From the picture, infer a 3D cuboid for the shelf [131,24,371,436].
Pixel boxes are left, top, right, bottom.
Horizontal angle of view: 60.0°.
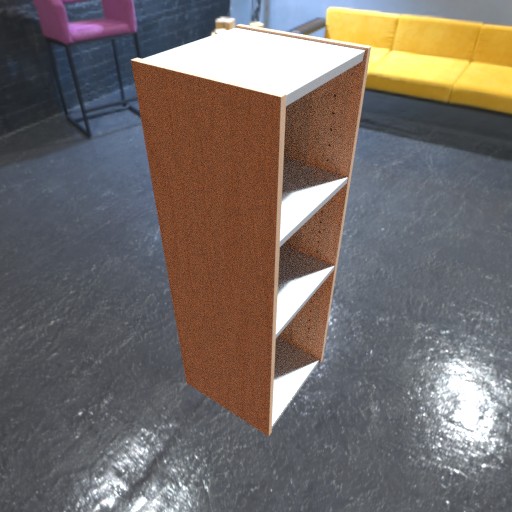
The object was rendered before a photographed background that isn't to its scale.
[{"bbox_3d":[0.000,0.000,1.042,0.290,0.900,0.300,24,45,26],"label":"shelf"}]
